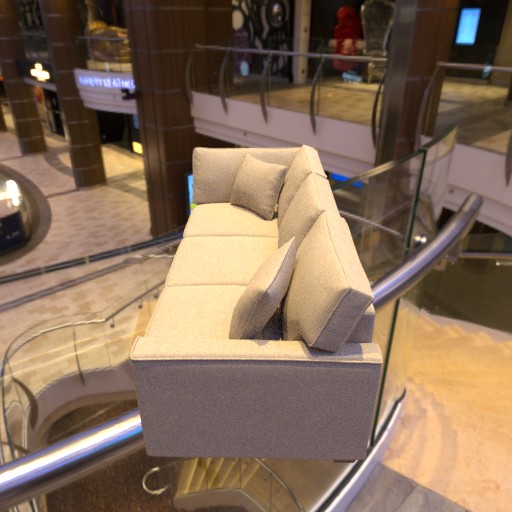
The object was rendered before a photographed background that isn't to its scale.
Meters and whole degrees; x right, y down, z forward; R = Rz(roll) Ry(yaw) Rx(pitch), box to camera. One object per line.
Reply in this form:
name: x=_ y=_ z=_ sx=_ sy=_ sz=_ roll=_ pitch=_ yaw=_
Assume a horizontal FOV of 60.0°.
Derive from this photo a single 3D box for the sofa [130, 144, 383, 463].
sofa: x=0.000 y=0.000 z=2.820 sx=1.061 sy=0.962 sz=2.317 roll=1 pitch=28 yaw=1
